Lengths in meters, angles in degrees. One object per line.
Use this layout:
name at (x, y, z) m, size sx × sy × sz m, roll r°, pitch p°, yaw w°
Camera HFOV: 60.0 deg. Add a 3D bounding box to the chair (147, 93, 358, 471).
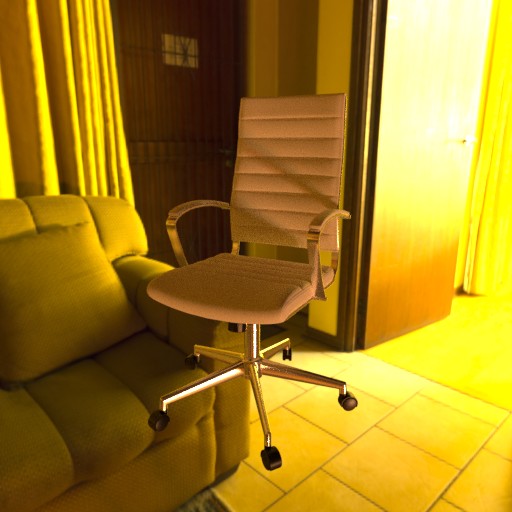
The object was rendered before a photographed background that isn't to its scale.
chair at (0.000, 0.000, 1.609) m, size 0.766 × 1.149 × 0.739 m, roll 7°, pitch 16°, yaw 26°
